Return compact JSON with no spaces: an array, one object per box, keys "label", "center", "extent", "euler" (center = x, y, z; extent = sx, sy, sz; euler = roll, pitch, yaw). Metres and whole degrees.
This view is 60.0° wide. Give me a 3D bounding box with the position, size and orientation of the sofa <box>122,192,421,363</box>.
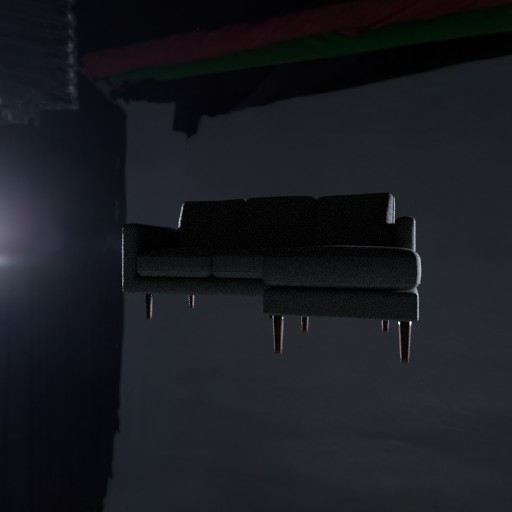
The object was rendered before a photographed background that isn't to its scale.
[{"label":"sofa","center":[0.000,0.000,3.008],"extent":[2.055,0.957,1.667],"euler":[0,0,19]}]
